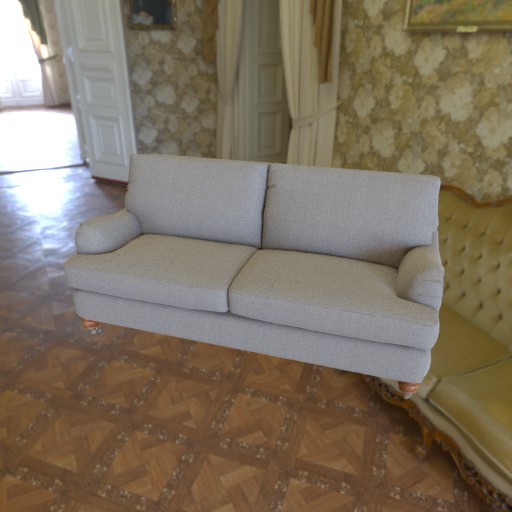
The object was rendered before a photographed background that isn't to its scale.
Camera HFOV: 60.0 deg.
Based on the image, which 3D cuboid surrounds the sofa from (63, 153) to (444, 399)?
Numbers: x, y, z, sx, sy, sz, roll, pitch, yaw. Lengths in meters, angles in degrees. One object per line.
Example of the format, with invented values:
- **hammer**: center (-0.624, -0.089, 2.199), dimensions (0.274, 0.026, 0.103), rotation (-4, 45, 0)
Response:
- **sofa**: center (0.000, 0.000, 2.805), dimensions (2.160, 1.054, 1.087), rotation (8, 27, 16)
